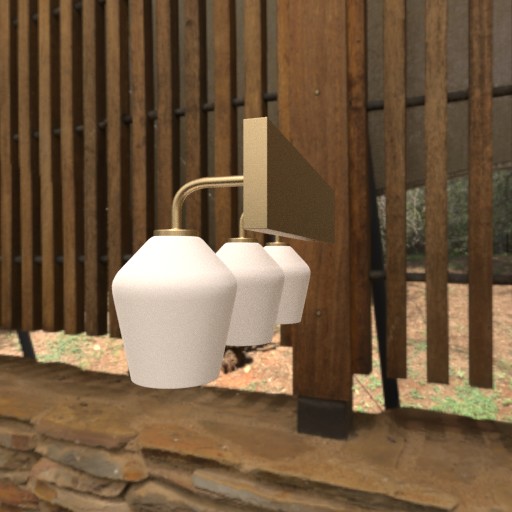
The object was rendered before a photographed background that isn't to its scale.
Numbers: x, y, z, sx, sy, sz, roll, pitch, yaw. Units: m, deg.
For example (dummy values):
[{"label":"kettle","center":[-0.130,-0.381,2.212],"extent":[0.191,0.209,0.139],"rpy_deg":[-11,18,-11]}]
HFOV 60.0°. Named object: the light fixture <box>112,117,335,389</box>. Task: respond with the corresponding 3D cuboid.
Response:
[{"label":"light fixture","center":[0.000,0.000,0.730],"extent":[0.190,0.280,0.609],"rpy_deg":[0,0,17]}]
